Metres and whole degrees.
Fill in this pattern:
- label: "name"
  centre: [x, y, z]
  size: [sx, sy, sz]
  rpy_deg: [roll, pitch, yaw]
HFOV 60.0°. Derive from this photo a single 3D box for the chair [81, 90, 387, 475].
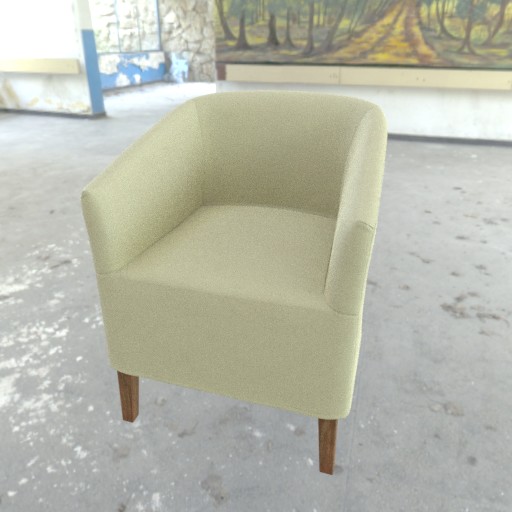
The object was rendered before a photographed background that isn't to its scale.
- label: "chair"
  centre: [0.000, 0.000, 1.256]
  size: [0.643, 0.822, 0.657]
  rpy_deg: [8, 27, 15]
